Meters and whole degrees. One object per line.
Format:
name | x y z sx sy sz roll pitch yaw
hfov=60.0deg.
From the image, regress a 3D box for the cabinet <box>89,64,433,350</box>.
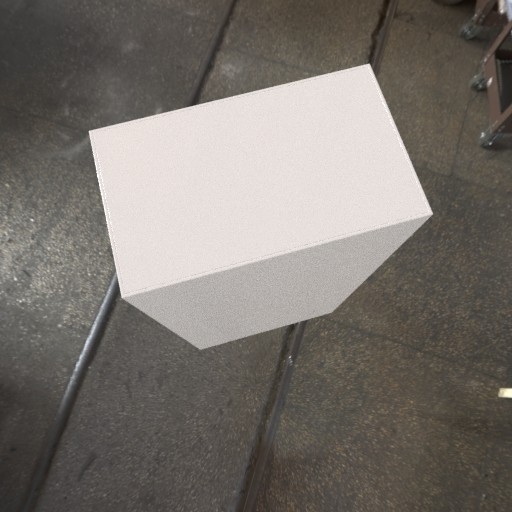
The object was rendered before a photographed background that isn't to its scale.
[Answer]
cabinet | 0.000 0.000 2.337 0.980 1.920 0.580 -15 74 -4
